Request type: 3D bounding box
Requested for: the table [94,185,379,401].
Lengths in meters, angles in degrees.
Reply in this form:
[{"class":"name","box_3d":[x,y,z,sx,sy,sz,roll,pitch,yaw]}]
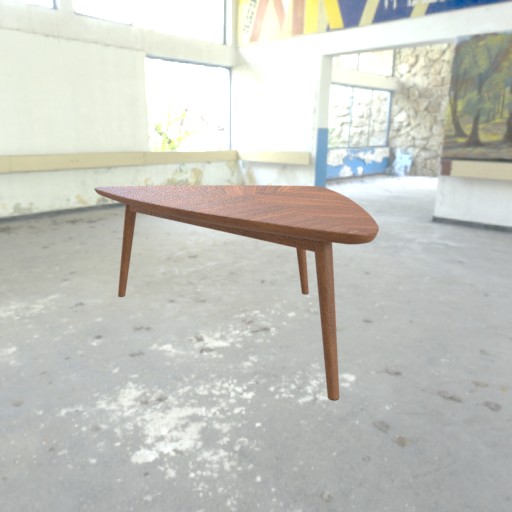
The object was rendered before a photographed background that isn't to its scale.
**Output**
[{"class":"table","box_3d":[0.000,0.000,1.316,1.008,0.365,0.601,15,21,42]}]
